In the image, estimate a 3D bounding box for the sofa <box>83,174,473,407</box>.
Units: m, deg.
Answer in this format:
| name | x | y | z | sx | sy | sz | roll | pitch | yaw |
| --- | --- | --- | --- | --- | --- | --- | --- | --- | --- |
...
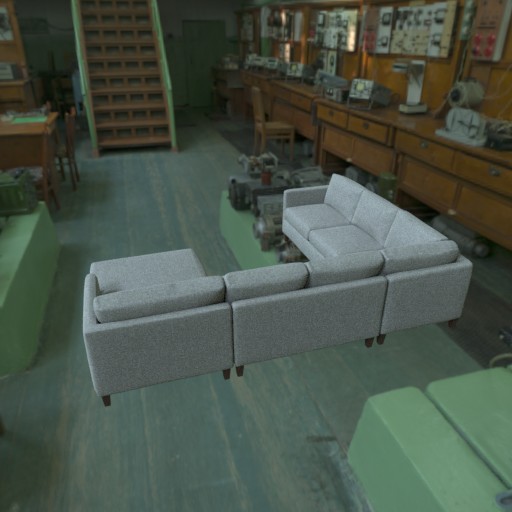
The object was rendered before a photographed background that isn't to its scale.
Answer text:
| name | x | y | z | sx | sy | sz | roll | pitch | yaw |
| --- | --- | --- | --- | --- | --- | --- | --- | --- | --- |
| sofa | 0.000 | 0.000 | 4.812 | 3.460 | 0.959 | 2.593 | -8 | 28 | -16 |
